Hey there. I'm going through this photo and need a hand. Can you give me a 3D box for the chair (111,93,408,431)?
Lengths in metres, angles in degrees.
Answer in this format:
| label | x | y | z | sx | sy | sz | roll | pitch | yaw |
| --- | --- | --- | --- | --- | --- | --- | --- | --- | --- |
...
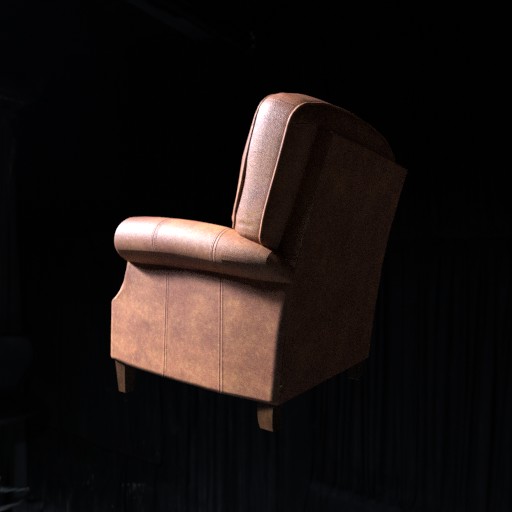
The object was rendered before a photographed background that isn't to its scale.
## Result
| label | x | y | z | sx | sy | sz | roll | pitch | yaw |
| --- | --- | --- | --- | --- | --- | --- | --- | --- | --- |
| chair | 0.000 | 0.000 | 1.750 | 0.986 | 1.018 | 0.936 | 0 | 1 | 35 |
